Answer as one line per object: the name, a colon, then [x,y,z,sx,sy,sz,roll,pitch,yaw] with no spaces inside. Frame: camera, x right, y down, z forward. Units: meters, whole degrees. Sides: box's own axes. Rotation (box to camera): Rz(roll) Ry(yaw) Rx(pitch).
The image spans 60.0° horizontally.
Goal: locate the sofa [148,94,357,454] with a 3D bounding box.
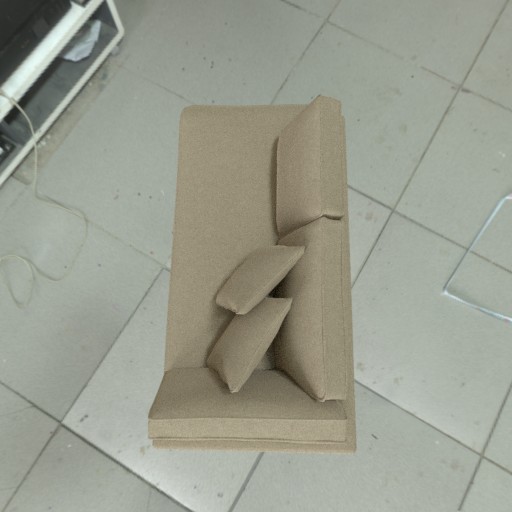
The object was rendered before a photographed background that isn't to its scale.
sofa: [0.000,0.000,2.844,1.110,1.033,2.237,1,75,0]
